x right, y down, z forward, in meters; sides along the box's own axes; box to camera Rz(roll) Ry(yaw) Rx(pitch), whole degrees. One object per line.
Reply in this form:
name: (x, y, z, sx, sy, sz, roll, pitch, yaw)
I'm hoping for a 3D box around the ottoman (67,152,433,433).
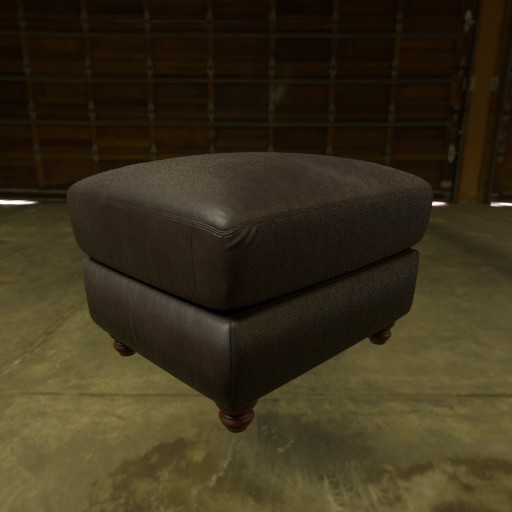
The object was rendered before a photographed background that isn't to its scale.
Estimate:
ottoman: (0.000, 0.000, 1.259, 0.806, 0.569, 0.670, -15, 21, -43)
